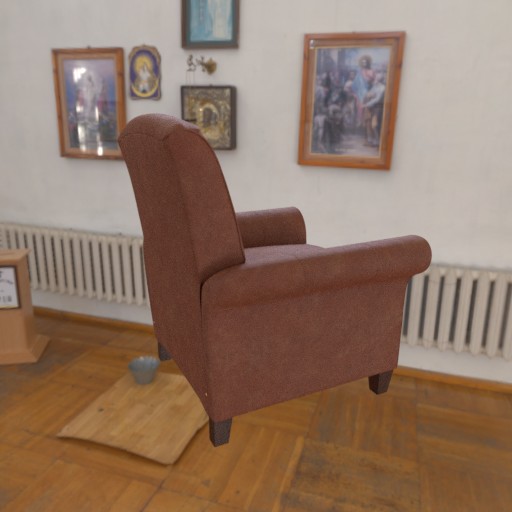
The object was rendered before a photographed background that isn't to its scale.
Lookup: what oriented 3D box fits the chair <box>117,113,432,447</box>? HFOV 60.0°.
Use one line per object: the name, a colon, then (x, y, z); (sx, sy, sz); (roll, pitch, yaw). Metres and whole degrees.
chair: (0.000, 0.000, 1.776); (0.902, 1.061, 0.978); (-7, 16, -26)
